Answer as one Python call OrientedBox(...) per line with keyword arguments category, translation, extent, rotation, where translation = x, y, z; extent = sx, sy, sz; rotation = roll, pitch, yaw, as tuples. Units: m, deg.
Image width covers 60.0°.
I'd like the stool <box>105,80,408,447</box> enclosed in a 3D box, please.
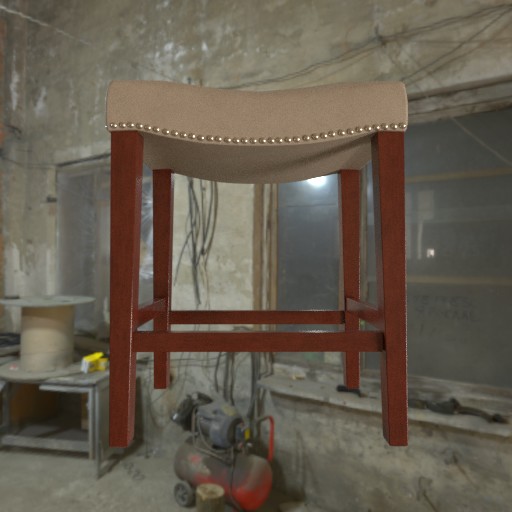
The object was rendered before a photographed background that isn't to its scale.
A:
OrientedBox(category="stool", translation=(0.000, 0.000, 0.913), extent=(0.509, 0.632, 0.375), rotation=(0, -1, 0))
